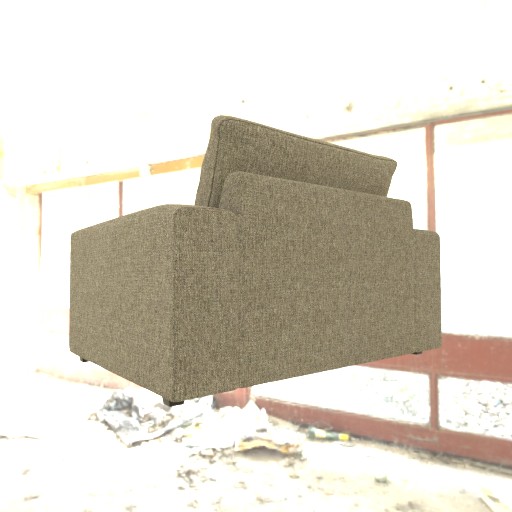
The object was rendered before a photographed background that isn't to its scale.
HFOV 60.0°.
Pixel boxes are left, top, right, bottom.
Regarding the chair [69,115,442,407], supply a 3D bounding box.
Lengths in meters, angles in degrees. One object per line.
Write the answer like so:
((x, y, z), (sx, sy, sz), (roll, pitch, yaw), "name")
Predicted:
((0.000, 0.000, 2.045), (1.398, 0.915, 1.039), (1, -2, -38), "chair")
